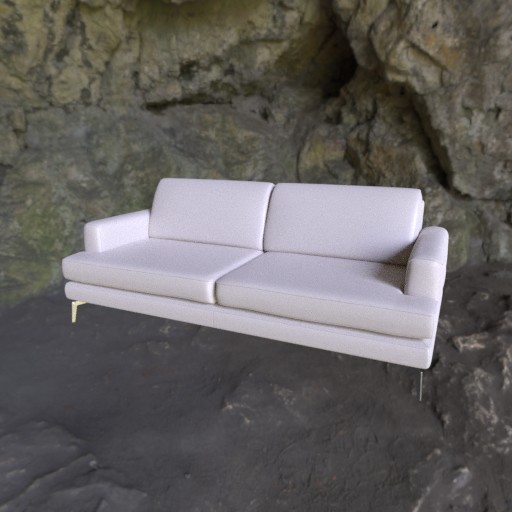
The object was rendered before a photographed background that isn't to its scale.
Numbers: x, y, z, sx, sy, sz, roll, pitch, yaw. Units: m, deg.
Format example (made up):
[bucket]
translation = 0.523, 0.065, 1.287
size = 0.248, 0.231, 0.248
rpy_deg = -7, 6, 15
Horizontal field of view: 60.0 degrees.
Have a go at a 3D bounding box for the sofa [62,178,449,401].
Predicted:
[sofa]
translation = 0.000, 0.000, 2.458
size = 1.940, 0.765, 0.974
rpy_deg = 7, 16, 24
